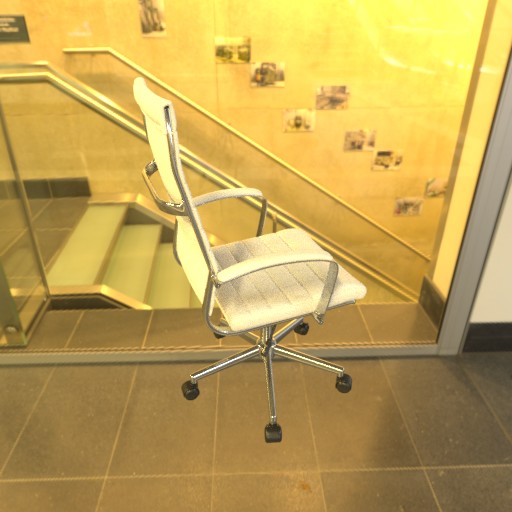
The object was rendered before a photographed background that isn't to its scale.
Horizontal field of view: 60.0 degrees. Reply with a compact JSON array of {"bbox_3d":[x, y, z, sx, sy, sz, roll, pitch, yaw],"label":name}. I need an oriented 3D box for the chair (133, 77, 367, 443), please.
[{"bbox_3d":[0.000,0.000,1.551,0.679,1.149,0.679,-11,31,-19],"label":"chair"}]
